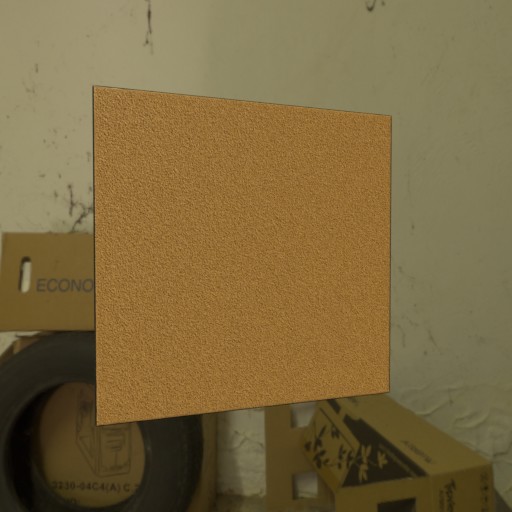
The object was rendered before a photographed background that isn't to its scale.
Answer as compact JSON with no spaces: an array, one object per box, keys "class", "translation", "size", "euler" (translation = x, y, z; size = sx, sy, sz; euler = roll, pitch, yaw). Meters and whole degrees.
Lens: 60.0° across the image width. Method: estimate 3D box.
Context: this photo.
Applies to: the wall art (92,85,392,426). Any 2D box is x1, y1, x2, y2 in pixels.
[{"class":"wall art","translation":[0.000,0.000,0.664],"size":[0.456,0.453,0.022],"euler":[0,1,-18]}]
